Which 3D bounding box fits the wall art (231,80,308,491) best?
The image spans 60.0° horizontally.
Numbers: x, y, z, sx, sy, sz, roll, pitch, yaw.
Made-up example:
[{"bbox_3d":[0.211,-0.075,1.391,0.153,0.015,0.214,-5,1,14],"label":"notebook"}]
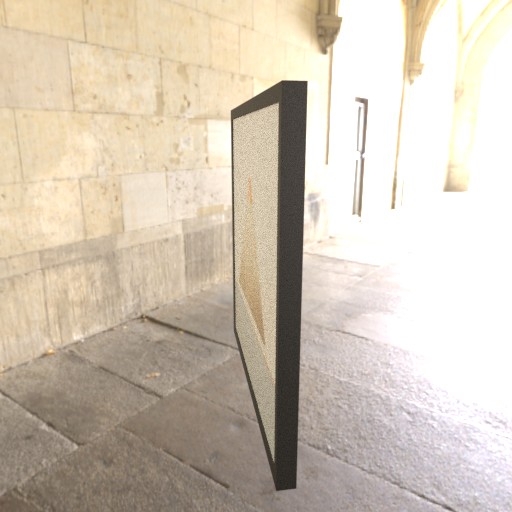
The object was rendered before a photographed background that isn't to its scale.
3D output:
[{"bbox_3d":[0.000,0.000,1.155,0.042,0.766,0.769,-2,15,-9],"label":"wall art"}]
